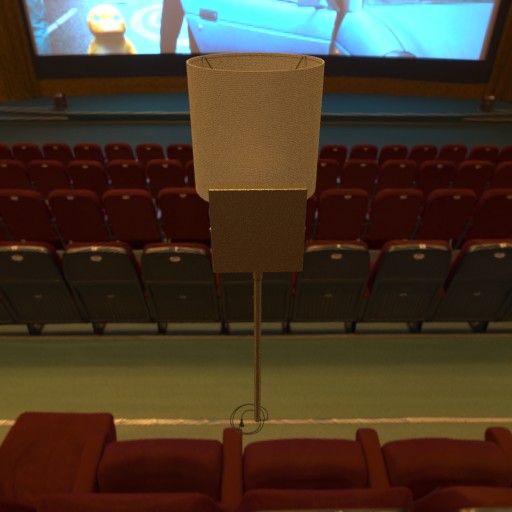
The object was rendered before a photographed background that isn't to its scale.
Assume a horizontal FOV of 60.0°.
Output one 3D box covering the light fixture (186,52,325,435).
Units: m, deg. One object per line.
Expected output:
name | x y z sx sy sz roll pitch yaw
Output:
light fixture | 0.000 0.000 0.734 0.188 0.589 0.248 -1 31 -1
